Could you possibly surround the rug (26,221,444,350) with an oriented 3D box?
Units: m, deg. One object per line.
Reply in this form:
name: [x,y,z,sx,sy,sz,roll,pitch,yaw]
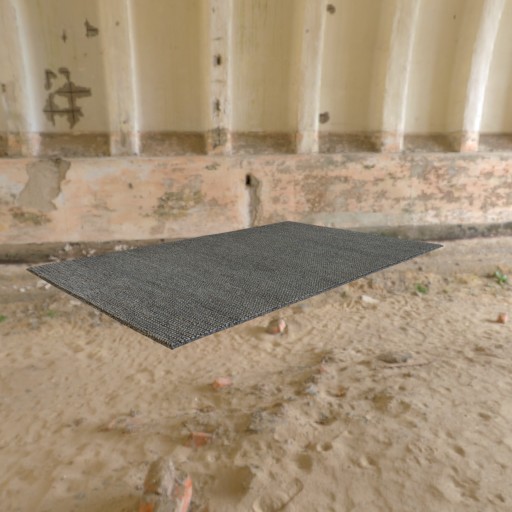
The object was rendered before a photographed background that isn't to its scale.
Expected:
rug: [0.000,0.000,3.006,1.538,0.021,2.443,14,20,43]
